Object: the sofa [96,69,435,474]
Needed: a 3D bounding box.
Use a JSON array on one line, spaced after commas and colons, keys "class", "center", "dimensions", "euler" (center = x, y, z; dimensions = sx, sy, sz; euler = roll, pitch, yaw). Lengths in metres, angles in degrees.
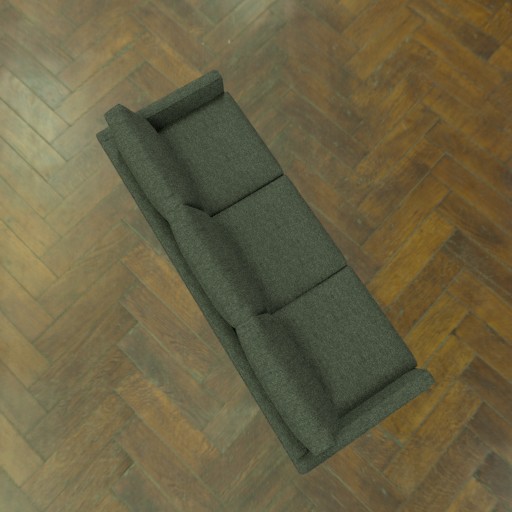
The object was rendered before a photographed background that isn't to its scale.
[{"class": "sofa", "center": [0.000, 0.000, 2.649], "dimensions": [0.876, 0.879, 2.253], "euler": [-32, 78, -7]}]
